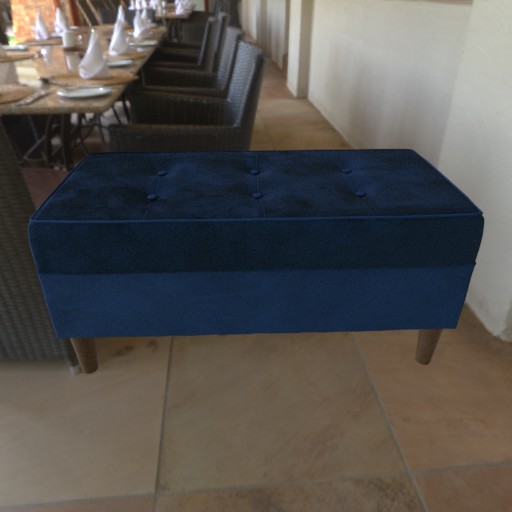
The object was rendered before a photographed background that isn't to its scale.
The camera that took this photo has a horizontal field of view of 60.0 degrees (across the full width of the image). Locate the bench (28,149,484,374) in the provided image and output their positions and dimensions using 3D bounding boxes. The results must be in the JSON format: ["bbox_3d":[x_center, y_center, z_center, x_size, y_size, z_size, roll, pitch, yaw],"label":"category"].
[{"bbox_3d":[0.000,0.000,1.258,1.010,0.467,0.489,-1,31,-2],"label":"bench"}]
